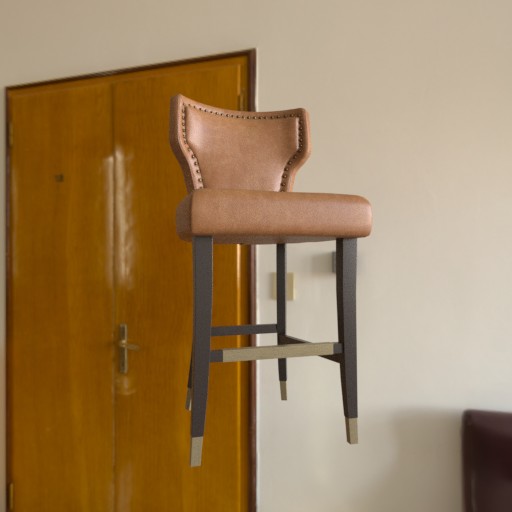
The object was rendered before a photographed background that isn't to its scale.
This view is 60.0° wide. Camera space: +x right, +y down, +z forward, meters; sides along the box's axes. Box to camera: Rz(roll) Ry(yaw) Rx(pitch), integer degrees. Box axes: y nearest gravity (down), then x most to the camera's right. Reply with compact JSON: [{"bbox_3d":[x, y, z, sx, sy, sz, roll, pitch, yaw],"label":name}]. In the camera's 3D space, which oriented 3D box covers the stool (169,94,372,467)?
[{"bbox_3d":[0.000,0.000,1.420,0.526,1.092,0.563,0,0,-17],"label":"stool"}]
